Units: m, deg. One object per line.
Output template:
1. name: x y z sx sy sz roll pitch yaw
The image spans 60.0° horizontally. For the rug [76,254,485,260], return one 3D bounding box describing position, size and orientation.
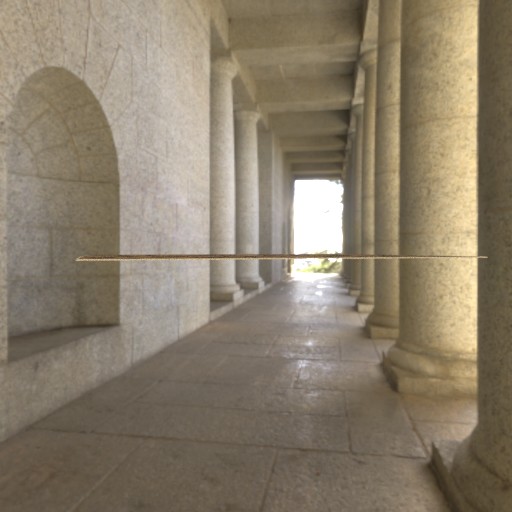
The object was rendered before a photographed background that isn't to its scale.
1. rug: 0.000 0.000 4.042 2.977 0.008 2.380 0 1 -20
